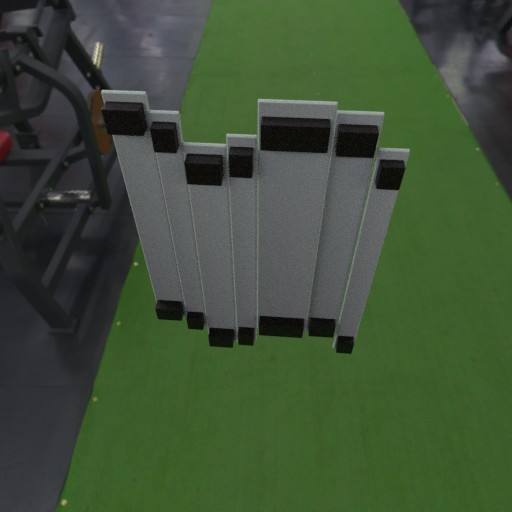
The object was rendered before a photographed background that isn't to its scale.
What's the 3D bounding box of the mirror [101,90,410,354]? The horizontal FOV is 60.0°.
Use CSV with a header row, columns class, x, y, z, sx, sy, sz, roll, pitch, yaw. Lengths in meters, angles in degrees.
class,x,y,z,sx,sy,sz,roll,pitch,yaw
mirror,0.000,0.000,0.817,0.445,0.611,0.058,3,46,3
